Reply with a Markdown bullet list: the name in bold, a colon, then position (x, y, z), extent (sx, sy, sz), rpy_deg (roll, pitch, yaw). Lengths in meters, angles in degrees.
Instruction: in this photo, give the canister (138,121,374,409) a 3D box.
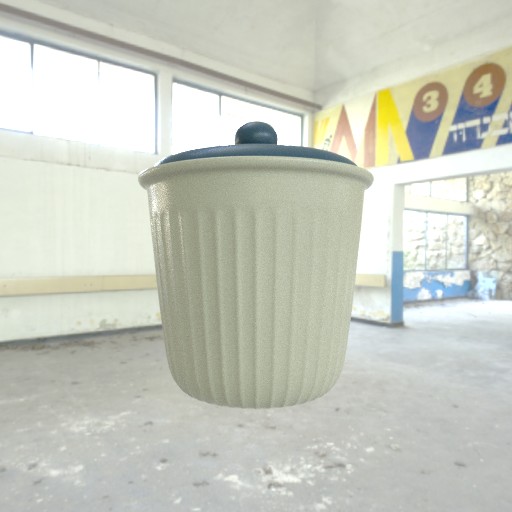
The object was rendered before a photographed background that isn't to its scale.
- **canister**: position (0.000, 0.000, 0.351), extent (0.181, 0.211, 0.181), rpy_deg (0, 0, 0)
